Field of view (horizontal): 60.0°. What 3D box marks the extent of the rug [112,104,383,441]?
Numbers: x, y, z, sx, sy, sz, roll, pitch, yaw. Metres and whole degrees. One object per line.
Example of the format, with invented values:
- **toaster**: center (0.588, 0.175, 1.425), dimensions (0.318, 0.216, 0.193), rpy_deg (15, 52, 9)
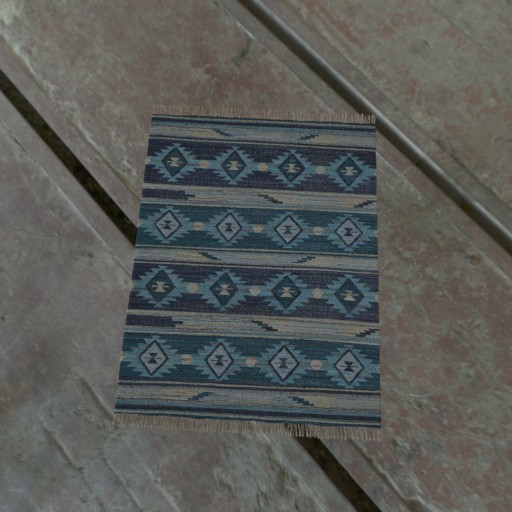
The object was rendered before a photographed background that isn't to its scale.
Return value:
- **rug**: center (0.000, 0.000, 4.368), dimensions (2.418, 0.047, 3.307), rpy_deg (3, 75, 1)
